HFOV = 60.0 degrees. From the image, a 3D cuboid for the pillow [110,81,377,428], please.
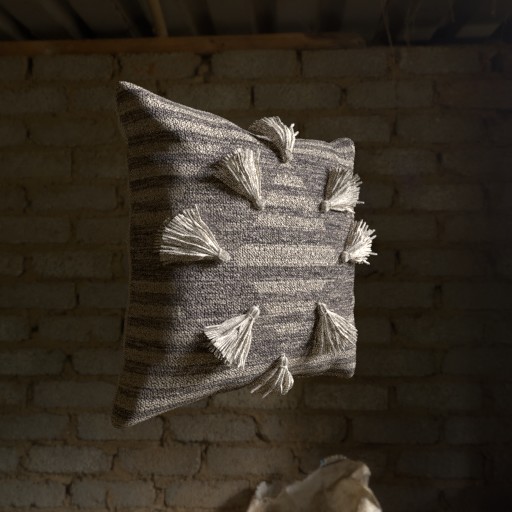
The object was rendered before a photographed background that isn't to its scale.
[{"bbox_3d":[0.000,0.000,0.754,0.484,0.490,0.234,1,-1,-37],"label":"pillow"}]
